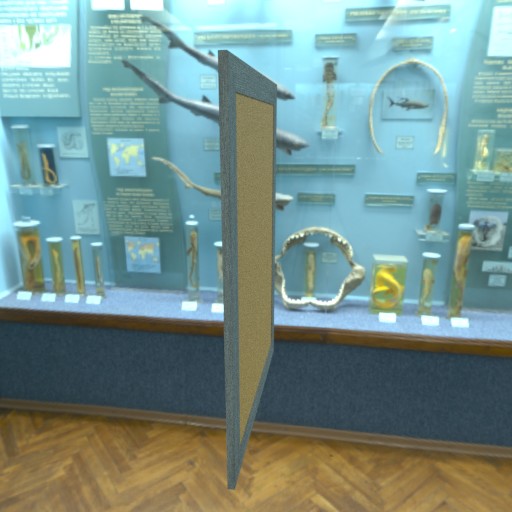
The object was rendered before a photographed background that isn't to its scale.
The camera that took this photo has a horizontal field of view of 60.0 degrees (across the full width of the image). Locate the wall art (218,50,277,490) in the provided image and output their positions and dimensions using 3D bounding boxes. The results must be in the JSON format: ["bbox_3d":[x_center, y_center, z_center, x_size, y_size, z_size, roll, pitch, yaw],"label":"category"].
[{"bbox_3d":[0.000,0.000,1.390,0.020,1.070,0.768,3,17,10],"label":"wall art"}]
